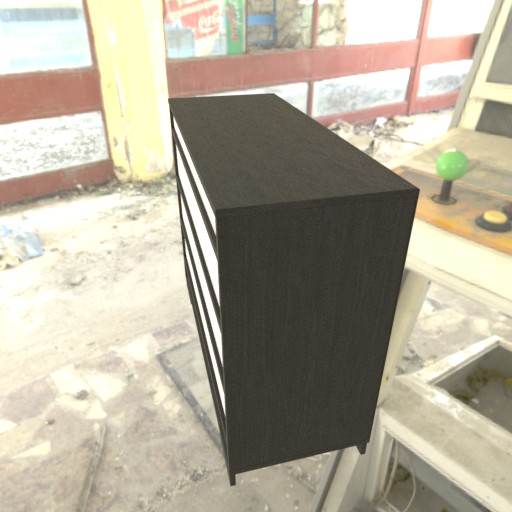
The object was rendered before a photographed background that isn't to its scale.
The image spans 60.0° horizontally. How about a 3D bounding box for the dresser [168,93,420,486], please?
[{"bbox_3d":[0.000,0.000,1.440,0.404,0.816,0.994,-7,31,-12],"label":"dresser"}]
